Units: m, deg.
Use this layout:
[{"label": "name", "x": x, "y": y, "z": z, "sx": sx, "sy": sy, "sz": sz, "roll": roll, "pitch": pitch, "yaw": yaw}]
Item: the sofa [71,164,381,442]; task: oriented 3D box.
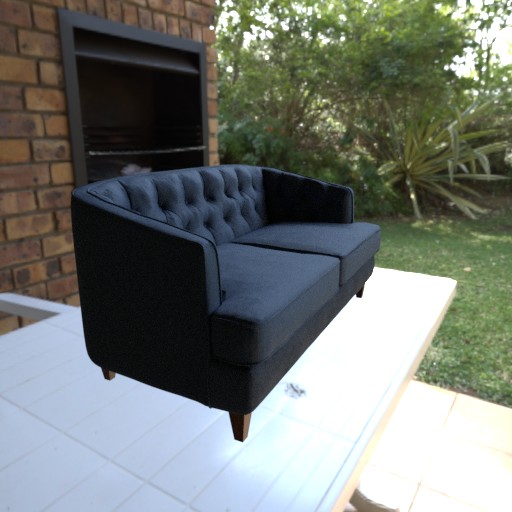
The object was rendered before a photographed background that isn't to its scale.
[{"label": "sofa", "x": 0.000, "y": 0.000, "z": 2.277, "sx": 0.941, "sy": 0.854, "sz": 1.733, "roll": 8, "pitch": 17, "yaw": 26}]
